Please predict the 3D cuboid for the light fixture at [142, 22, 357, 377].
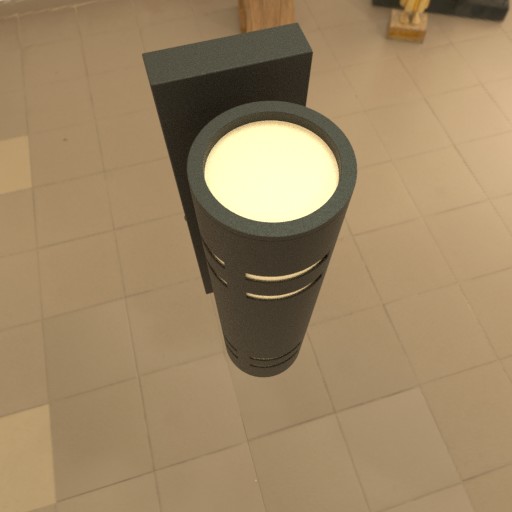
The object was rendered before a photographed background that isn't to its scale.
[{"bbox_3d":[0.000,0.000,0.396,0.105,0.330,0.149,-15,64,-8],"label":"light fixture"}]
